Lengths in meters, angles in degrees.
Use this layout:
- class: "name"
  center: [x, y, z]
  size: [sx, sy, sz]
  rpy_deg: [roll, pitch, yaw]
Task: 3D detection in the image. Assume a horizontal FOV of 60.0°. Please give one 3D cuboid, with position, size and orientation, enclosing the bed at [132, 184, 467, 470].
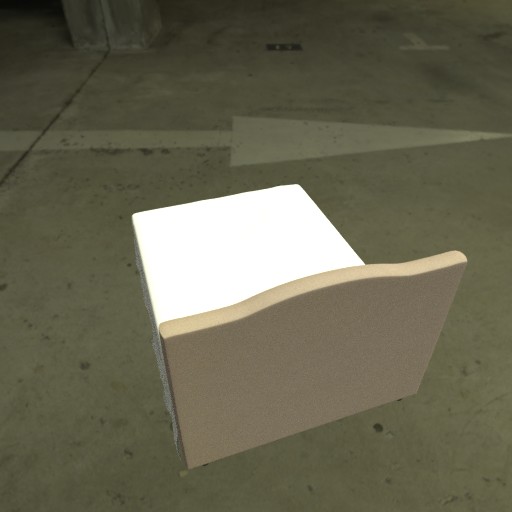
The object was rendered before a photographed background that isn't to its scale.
- class: "bed"
  center: [0.000, 0.000, 3.453]
  size: [1.821, 1.436, 2.282]
  rpy_deg: [-12, 41, -15]
